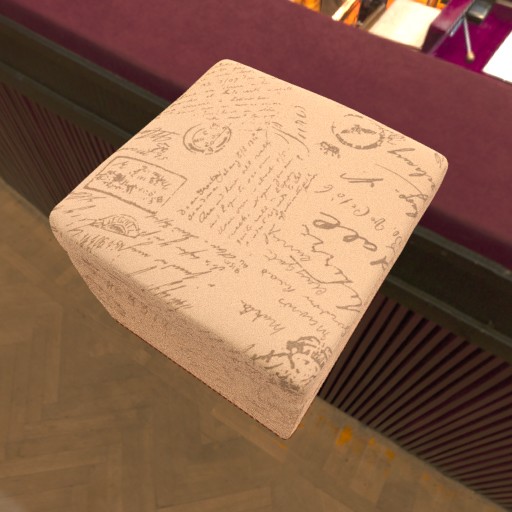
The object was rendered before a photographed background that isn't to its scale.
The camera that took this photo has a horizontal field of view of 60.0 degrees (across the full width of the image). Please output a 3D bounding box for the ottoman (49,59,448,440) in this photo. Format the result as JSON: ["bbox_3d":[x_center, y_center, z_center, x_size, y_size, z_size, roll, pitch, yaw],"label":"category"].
[{"bbox_3d":[0.000,0.000,0.832,0.449,0.457,0.450,30,64,16],"label":"ottoman"}]
